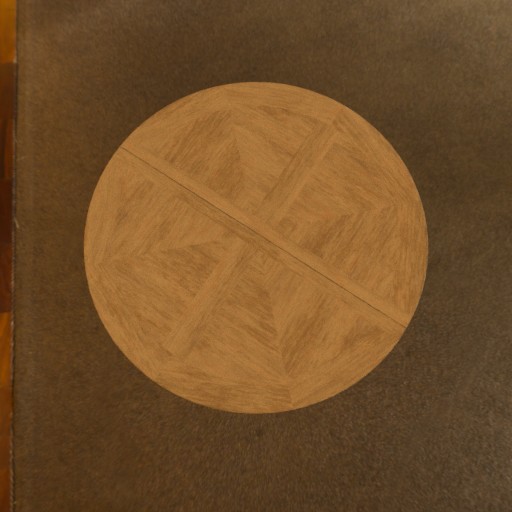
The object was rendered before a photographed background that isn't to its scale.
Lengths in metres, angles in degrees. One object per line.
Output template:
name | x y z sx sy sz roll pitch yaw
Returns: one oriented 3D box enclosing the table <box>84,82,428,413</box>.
table | 0.000 0.000 2.075 1.319 0.762 1.319 0 76 0
